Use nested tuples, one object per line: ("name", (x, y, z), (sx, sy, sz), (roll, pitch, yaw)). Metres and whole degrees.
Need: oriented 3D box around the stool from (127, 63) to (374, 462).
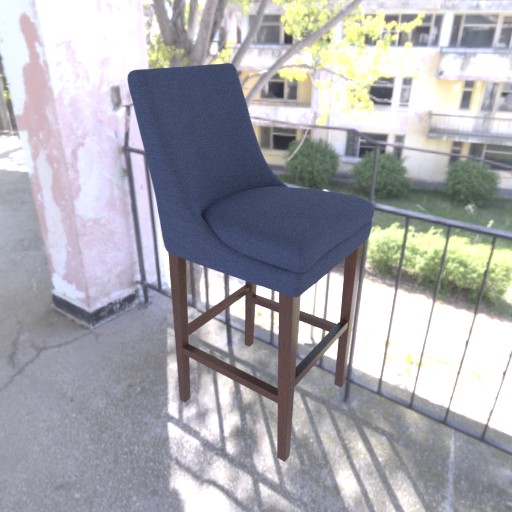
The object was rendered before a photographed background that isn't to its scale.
("stool", (0.000, 0.000, 1.386), (0.577, 1.078, 0.470), (18, 31, 31))
